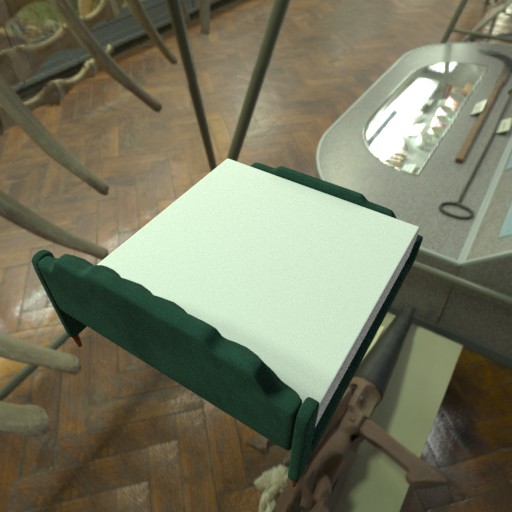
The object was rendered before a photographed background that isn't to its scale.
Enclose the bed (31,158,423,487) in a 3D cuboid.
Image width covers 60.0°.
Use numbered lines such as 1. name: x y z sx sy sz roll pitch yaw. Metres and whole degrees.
1. bed: 0.000 0.000 3.508 2.074 1.245 2.340 24 50 22
